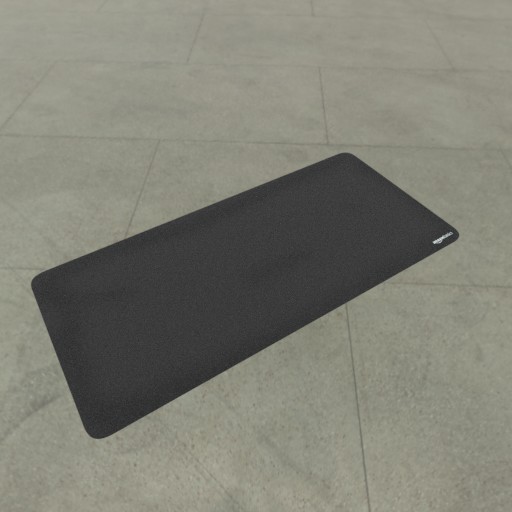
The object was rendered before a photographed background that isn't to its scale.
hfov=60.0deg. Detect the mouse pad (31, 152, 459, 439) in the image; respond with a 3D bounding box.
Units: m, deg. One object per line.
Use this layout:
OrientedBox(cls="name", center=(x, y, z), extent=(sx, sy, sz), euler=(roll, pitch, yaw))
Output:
OrientedBox(cls="mouse pad", center=(0.000, 0.000, 1.008), extent=(0.907, 0.003, 0.424), euler=(-25, 52, -22))
